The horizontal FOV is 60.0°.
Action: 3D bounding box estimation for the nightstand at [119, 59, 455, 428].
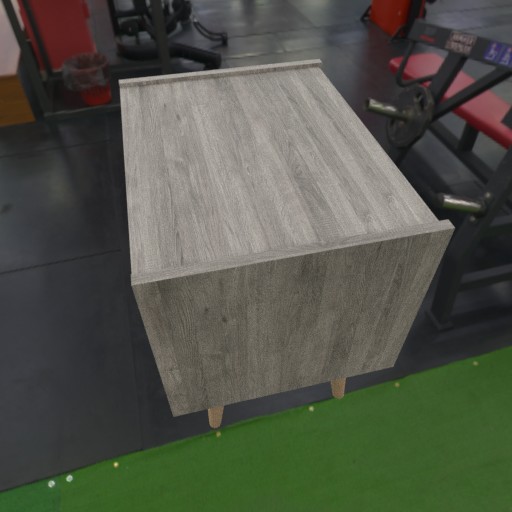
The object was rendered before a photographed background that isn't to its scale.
[{"bbox_3d":[0.000,0.000,0.830,0.380,0.500,0.480,-10,47,-9],"label":"nightstand"}]
